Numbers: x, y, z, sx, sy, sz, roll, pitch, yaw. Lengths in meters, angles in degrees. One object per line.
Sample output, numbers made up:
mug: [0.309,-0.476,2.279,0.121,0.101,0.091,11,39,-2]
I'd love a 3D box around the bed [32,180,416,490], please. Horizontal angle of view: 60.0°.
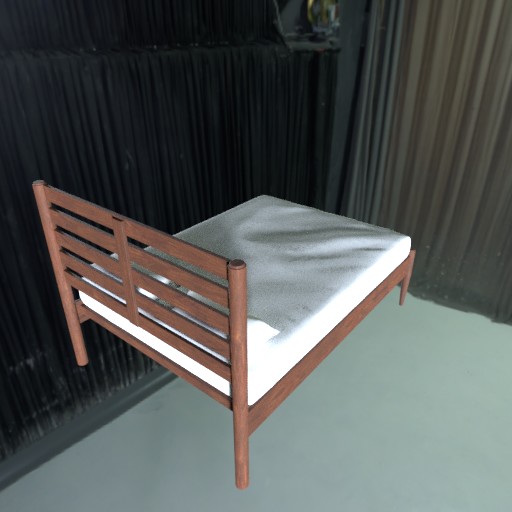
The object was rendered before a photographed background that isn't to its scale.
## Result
bed: [0.000,0.000,3.047,1.509,1.304,2.093,21,35,33]
